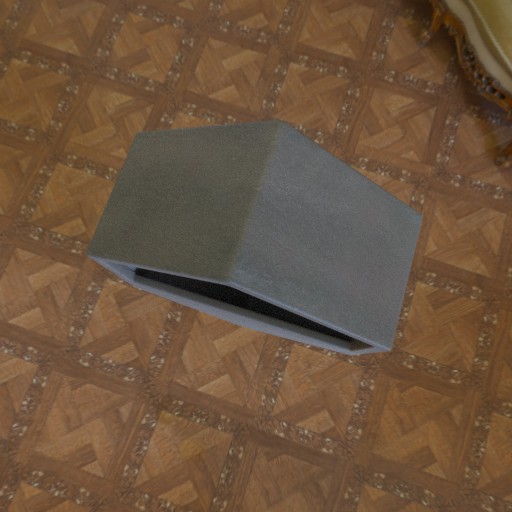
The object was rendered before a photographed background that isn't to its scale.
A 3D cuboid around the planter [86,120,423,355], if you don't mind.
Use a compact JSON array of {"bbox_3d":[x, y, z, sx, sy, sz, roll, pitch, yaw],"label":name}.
[{"bbox_3d":[0.000,0.000,0.287,0.169,0.206,0.077,17,77,4],"label":"planter"}]
